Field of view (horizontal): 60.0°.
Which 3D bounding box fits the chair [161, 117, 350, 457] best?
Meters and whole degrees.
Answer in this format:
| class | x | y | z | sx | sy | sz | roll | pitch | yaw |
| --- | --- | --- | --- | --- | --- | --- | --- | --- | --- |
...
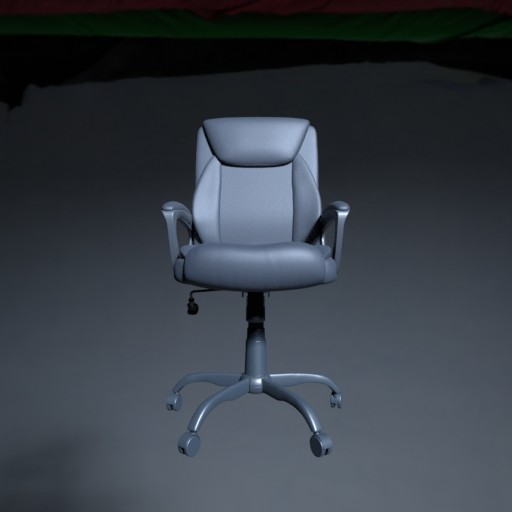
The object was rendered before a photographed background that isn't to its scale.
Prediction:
| class | x | y | z | sx | sy | sz | roll | pitch | yaw |
| --- | --- | --- | --- | --- | --- | --- | --- | --- | --- |
| chair | 0.000 | 0.000 | 1.478 | 0.615 | 1.072 | 0.655 | 0 | 1 | 1 |
